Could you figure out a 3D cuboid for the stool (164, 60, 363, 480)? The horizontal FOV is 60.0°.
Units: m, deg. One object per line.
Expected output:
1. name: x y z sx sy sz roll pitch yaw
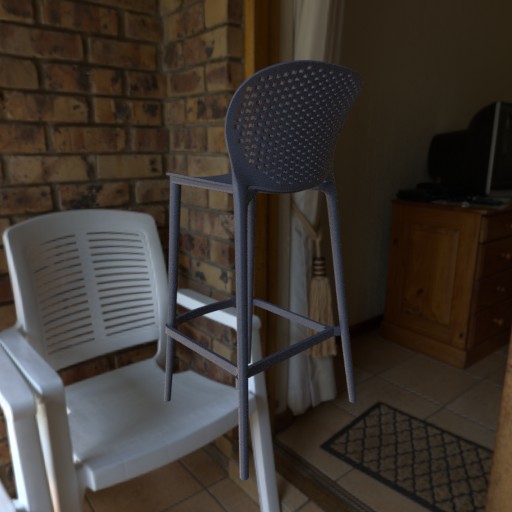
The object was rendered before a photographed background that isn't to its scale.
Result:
1. stool: 0.000 0.000 1.369 0.536 1.045 0.535 -13 19 -43
